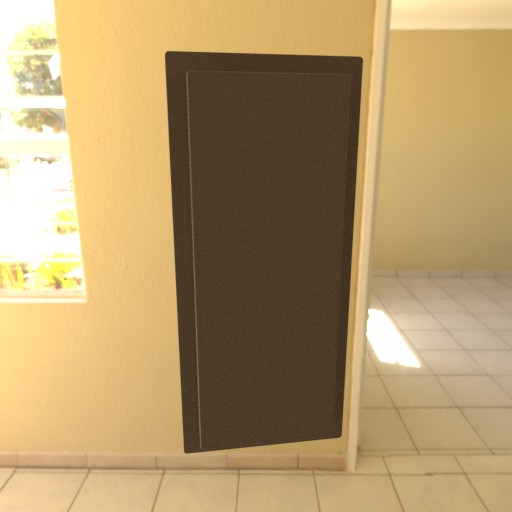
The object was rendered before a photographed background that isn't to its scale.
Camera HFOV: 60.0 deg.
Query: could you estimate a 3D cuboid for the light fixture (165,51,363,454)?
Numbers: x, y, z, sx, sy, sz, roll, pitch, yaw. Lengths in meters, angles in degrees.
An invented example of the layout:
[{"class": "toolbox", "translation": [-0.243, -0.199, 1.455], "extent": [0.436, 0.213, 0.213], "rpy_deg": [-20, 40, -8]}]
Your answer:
[{"class": "light fixture", "translation": [0.000, 0.000, 0.434], "extent": [0.153, 0.347, 0.146], "rpy_deg": [-2, 15, -9]}]
